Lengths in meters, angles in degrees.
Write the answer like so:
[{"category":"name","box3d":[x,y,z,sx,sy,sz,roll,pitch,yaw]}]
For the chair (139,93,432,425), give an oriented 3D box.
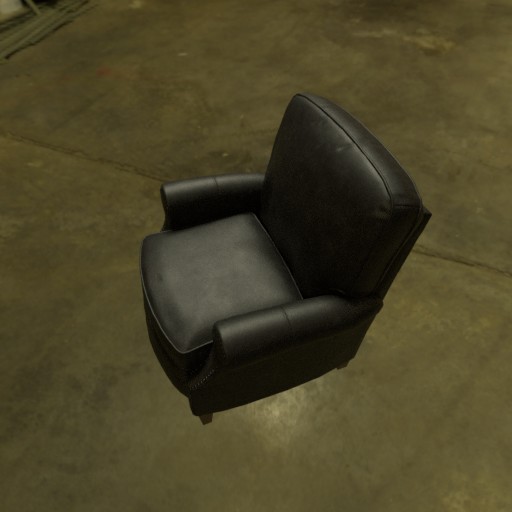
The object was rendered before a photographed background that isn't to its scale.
[{"category":"chair","box3d":[0.000,0.000,1.783,0.986,1.018,0.936,-16,49,-14]}]
